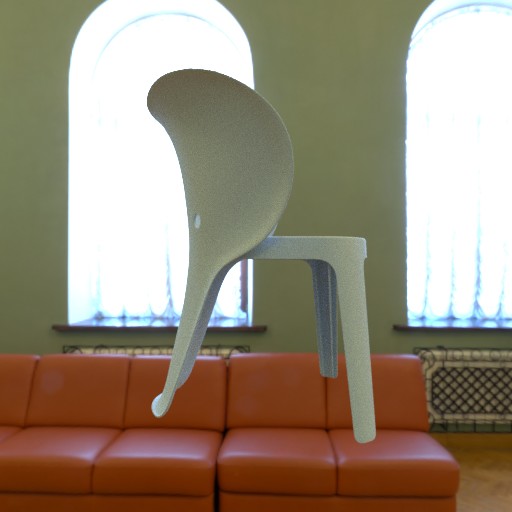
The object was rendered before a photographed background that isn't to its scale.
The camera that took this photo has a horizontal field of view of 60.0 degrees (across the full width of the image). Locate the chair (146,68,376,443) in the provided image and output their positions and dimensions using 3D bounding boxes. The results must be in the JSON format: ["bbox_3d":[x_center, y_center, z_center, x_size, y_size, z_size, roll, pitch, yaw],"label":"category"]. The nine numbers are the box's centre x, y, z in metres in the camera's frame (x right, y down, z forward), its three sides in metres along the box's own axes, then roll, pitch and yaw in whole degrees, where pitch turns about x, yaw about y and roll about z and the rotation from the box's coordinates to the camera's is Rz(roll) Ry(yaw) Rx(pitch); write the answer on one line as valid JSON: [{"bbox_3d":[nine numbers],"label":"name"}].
[{"bbox_3d":[0.000,0.000,0.841,0.402,0.554,0.451,0,-1,1],"label":"chair"}]
